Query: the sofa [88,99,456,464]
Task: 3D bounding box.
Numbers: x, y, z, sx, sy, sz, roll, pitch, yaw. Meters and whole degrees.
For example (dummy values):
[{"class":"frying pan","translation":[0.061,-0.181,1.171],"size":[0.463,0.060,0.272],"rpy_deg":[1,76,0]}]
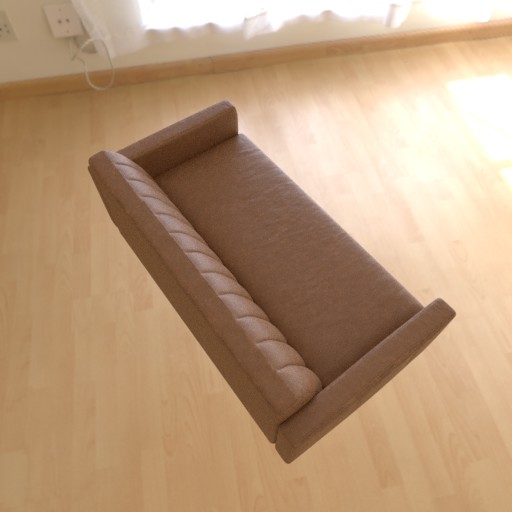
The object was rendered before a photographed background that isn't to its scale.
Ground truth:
[{"class":"sofa","translation":[0.000,0.000,2.429],"size":[0.993,0.821,1.847],"rpy_deg":[-32,64,-18]}]
